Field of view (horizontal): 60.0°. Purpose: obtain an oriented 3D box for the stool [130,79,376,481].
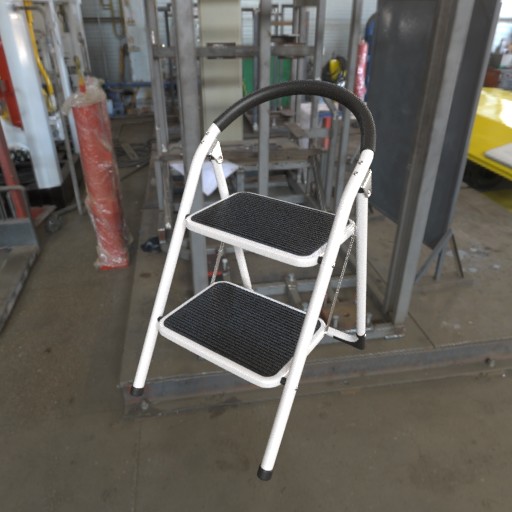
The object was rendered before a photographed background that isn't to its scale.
[{"bbox_3d":[0.000,0.000,1.095,0.453,0.760,0.559,19,35,30],"label":"stool"}]
